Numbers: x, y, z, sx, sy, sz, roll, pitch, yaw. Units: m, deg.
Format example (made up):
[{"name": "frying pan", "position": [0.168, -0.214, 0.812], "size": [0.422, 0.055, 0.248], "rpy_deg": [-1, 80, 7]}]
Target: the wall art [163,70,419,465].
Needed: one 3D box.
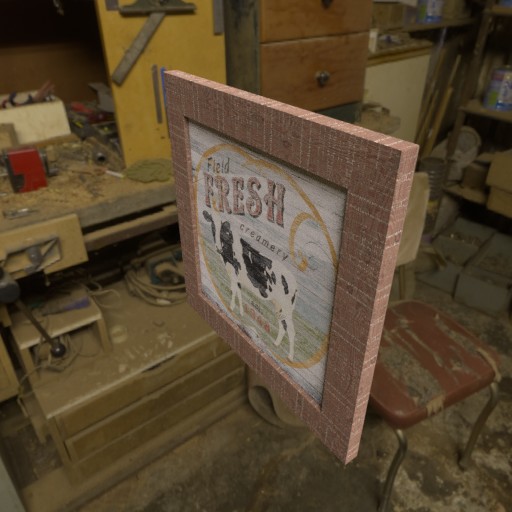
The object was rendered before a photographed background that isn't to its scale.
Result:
[{"name": "wall art", "position": [0.000, 0.000, 0.772], "size": [0.029, 0.531, 0.531], "rpy_deg": [-22, 38, -30]}]
